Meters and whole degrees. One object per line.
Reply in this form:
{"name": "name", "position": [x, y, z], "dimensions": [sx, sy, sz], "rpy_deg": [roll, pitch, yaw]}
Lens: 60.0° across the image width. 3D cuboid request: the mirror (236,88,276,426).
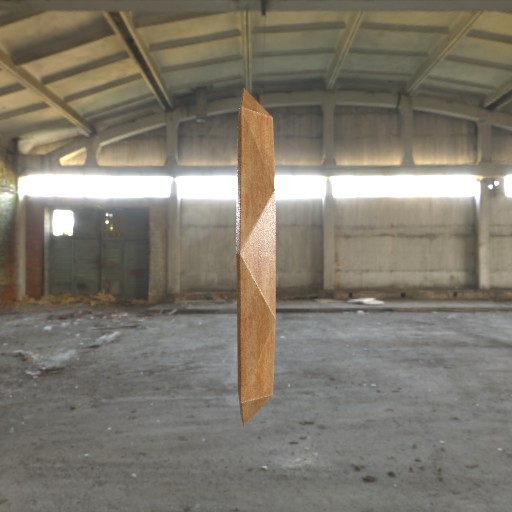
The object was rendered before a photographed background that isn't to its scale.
{"name": "mirror", "position": [0.000, 0.000, 1.013], "dimensions": [0.070, 0.774, 0.577], "rpy_deg": [0, -1, 0]}
